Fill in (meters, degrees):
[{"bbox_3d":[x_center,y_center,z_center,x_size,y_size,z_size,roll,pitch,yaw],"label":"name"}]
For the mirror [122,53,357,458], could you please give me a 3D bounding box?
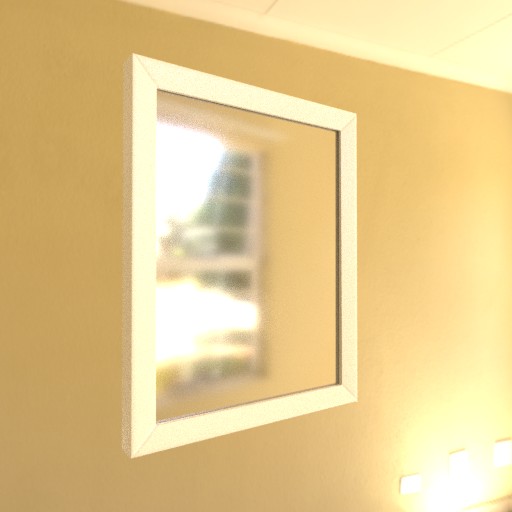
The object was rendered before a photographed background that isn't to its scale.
[{"bbox_3d":[0.000,0.000,0.685,0.405,0.508,0.041,1,-1,-34],"label":"mirror"}]
